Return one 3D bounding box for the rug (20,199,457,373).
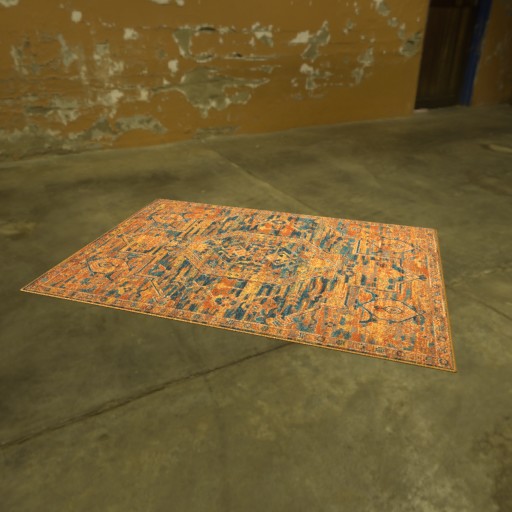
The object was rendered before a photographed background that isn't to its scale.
[{"bbox_3d":[0.000,0.000,3.660,2.916,0.019,2.043,8,28,15],"label":"rug"}]
